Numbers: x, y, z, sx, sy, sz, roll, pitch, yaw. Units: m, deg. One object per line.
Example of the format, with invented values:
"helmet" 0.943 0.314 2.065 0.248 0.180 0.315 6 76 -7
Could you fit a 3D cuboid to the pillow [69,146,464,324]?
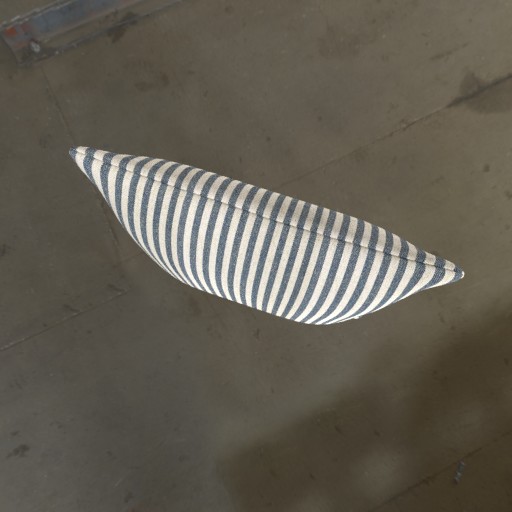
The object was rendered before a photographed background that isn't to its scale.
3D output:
"pillow" 0.000 0.000 0.794 0.523 0.510 0.166 18 78 4
